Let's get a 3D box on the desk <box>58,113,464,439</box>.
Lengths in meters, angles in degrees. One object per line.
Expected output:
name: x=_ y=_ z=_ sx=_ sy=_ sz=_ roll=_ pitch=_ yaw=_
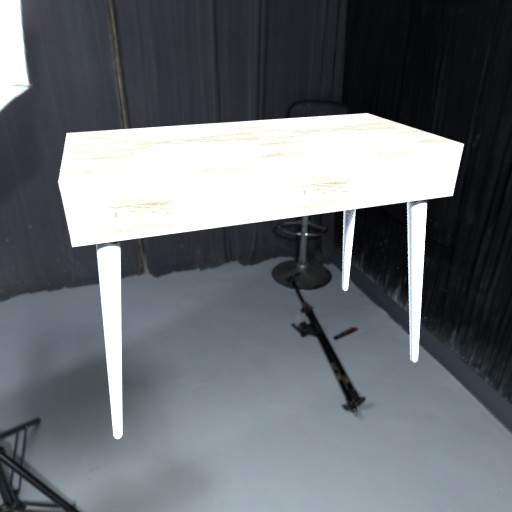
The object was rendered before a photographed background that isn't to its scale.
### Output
desk: x=0.000 y=0.000 z=1.373 sx=0.979 sy=0.723 sz=0.491 roll=-9 pitch=29 yaw=-17
